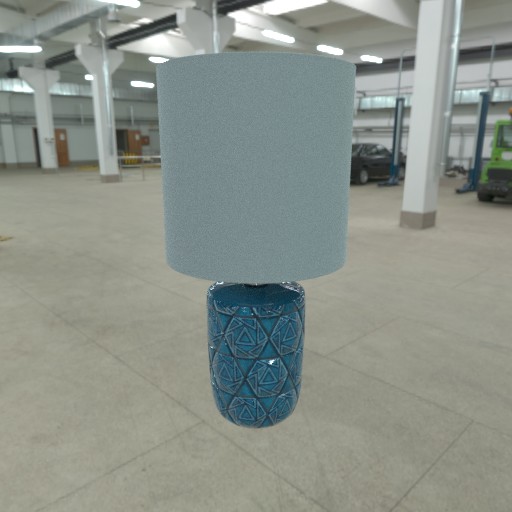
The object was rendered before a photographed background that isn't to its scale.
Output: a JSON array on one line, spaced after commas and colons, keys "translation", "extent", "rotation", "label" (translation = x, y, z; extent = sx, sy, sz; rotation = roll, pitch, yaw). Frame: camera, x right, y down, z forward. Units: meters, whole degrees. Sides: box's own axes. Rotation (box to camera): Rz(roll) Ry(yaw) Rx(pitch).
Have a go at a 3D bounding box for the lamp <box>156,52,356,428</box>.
[{"translation": [0.000, 0.000, 0.484], "extent": [0.193, 0.377, 0.193], "rotation": [3, 15, 10], "label": "lamp"}]
